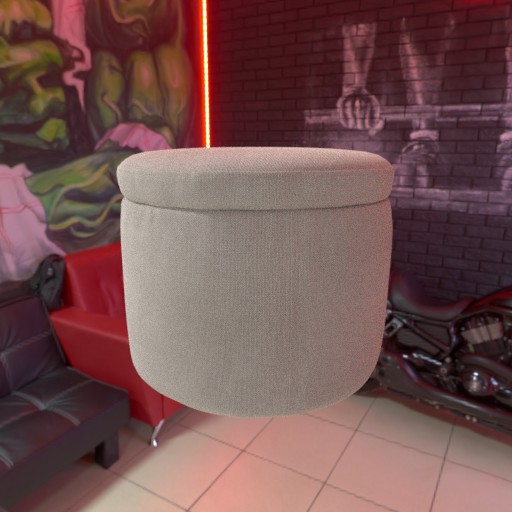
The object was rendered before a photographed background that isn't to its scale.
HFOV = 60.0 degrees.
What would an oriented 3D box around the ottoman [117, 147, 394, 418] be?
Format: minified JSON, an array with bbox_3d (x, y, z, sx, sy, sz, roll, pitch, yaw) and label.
[{"bbox_3d":[0.000,0.000,0.858,0.497,0.409,0.497,0,14,0],"label":"ottoman"}]
